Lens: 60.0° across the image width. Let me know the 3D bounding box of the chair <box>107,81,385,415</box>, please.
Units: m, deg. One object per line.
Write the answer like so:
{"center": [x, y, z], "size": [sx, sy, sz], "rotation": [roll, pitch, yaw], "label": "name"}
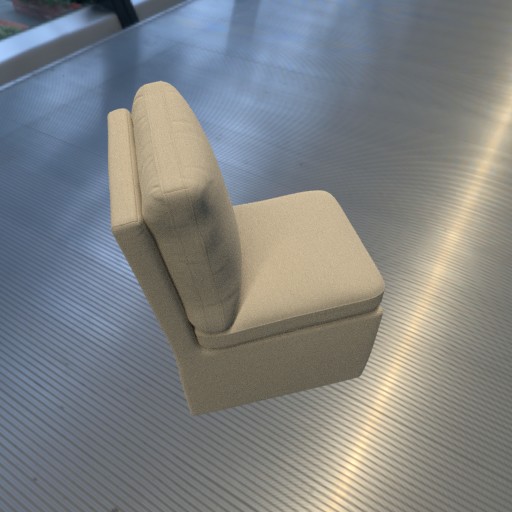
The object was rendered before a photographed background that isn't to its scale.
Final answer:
{"center": [0.000, 0.000, 1.342], "size": [0.698, 0.927, 0.503], "rotation": [-10, 46, -10], "label": "chair"}
